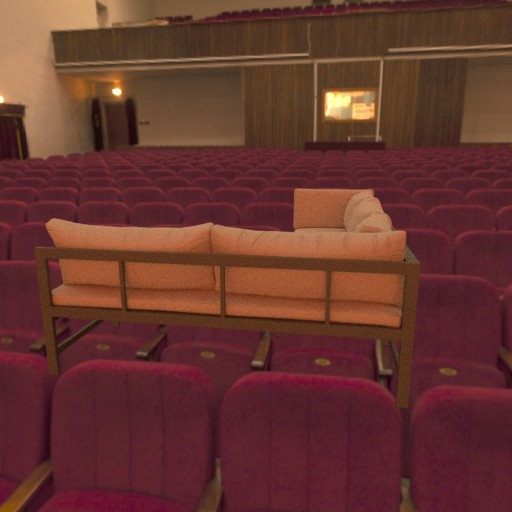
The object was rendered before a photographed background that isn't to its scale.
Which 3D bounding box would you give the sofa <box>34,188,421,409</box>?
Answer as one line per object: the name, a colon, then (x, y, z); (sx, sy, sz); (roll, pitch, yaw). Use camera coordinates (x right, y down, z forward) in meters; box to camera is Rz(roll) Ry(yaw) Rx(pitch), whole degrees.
sofa: (0.000, 0.000, 2.909); (1.658, 0.758, 2.096); (2, 14, 10)
